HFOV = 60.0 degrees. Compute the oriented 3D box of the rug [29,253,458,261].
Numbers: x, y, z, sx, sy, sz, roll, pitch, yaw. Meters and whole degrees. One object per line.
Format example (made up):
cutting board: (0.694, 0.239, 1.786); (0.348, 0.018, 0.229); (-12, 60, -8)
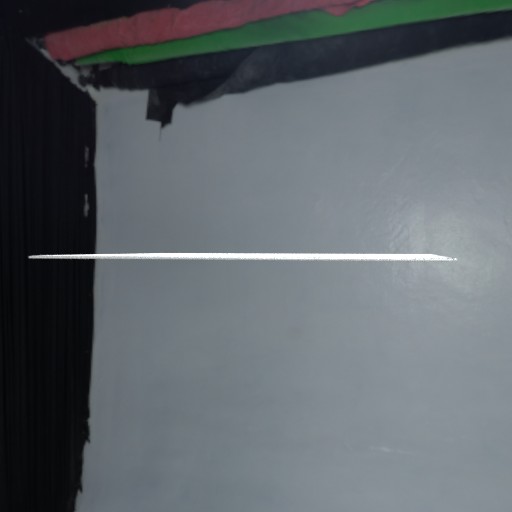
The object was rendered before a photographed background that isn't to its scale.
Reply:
rug: (0.000, 0.000, 3.514); (2.746, 0.018, 1.819); (0, 1, 19)
